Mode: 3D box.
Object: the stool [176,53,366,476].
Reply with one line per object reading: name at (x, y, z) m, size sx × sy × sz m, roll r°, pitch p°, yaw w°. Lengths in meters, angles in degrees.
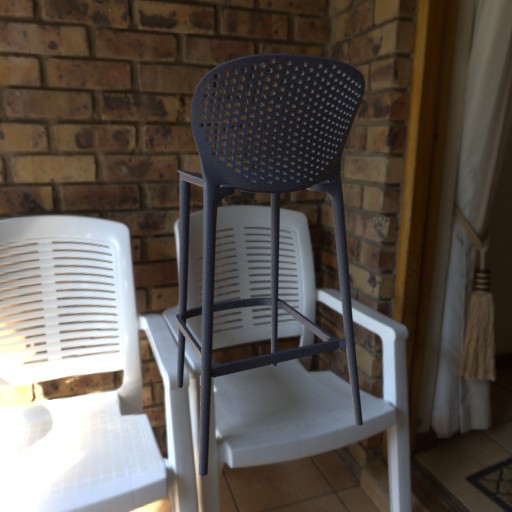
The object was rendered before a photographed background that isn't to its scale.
stool at (0.000, 0.000, 1.348) m, size 0.536 × 1.045 × 0.535 m, roll -6°, pitch 15°, yaw -24°
